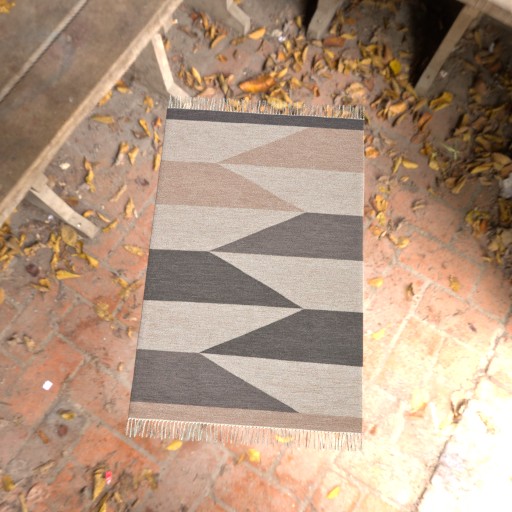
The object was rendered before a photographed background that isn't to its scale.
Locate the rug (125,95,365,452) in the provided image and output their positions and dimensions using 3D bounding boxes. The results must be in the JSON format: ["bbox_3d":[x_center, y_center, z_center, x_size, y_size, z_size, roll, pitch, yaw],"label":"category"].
[{"bbox_3d":[0.000,0.000,2.523,1.224,0.027,2.021,4,76,1],"label":"rug"}]
